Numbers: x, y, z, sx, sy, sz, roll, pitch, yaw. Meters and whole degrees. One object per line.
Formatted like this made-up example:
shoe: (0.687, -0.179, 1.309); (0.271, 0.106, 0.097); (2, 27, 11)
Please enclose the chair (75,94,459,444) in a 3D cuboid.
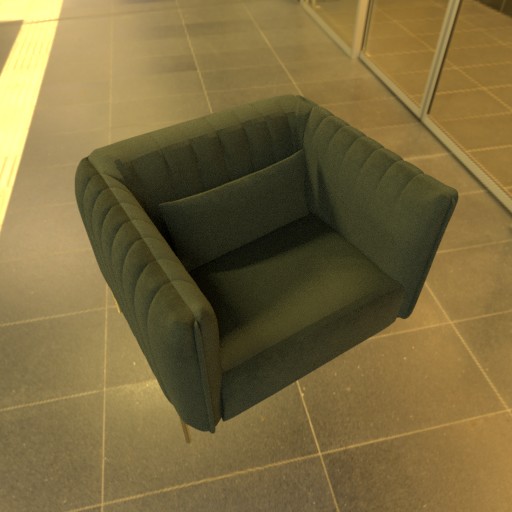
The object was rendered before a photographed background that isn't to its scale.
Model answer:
chair: (0.000, 0.000, 1.674); (1.032, 0.794, 0.877); (-24, 50, -22)
